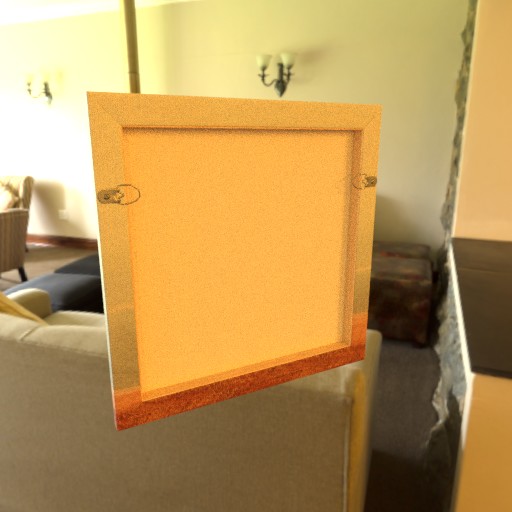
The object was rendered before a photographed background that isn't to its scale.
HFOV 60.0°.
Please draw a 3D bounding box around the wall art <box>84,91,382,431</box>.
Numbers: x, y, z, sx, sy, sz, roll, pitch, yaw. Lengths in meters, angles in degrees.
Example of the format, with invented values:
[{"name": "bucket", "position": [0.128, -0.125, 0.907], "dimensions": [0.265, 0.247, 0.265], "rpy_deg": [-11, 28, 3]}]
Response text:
[{"name": "wall art", "position": [0.000, 0.000, 0.906], "dimensions": [0.605, 0.605, 0.034], "rpy_deg": [-8, 17, -27]}]
